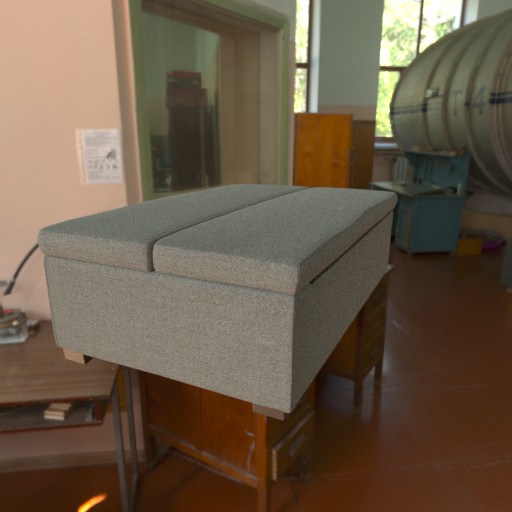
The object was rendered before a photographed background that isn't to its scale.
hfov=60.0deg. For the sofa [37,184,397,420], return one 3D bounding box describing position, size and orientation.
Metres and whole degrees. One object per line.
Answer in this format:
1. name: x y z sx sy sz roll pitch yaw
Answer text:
1. sofa: 0.000 0.000 1.659 0.817 0.434 1.250 7 17 25
